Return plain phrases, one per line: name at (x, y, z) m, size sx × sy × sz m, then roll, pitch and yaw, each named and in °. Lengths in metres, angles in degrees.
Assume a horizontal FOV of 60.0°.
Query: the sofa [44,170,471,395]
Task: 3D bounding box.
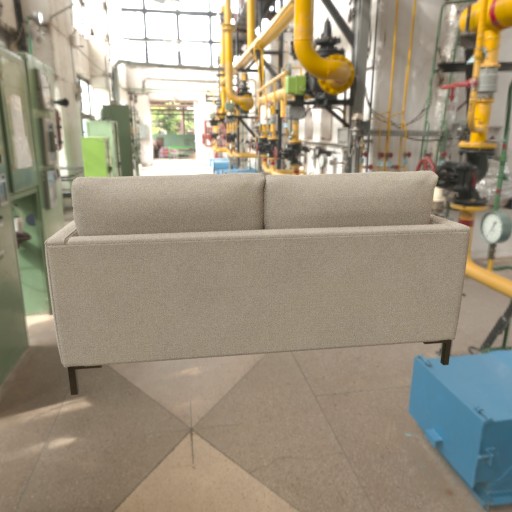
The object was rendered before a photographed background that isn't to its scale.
sofa at (0.000, 0.000, 2.148) m, size 1.682 × 0.840 × 0.875 m, roll -2°, pitch 15°, yaw -8°
